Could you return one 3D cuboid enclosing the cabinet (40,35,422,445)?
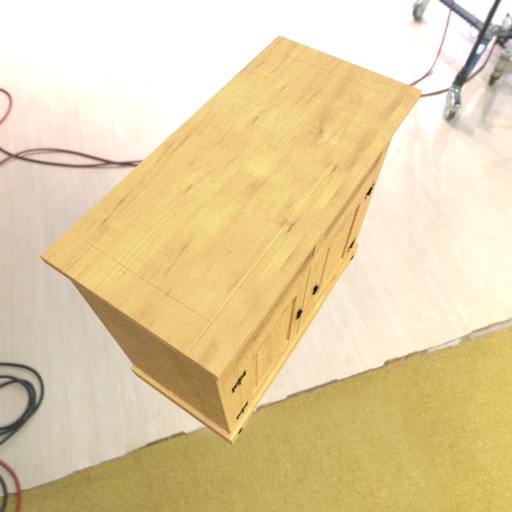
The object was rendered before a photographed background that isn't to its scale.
[{"bbox_3d":[0.000,0.000,1.397,0.450,0.840,0.920,29,63,17],"label":"cabinet"}]
